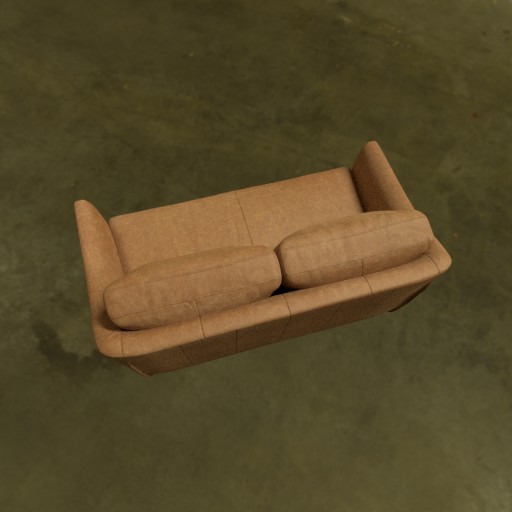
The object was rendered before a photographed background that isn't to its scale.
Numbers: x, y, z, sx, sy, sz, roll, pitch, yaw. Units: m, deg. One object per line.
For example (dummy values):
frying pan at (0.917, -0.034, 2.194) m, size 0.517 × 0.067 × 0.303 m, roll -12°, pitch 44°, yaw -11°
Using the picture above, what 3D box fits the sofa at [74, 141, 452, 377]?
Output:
sofa at (0.000, 0.000, 2.197) m, size 1.619 × 0.902 × 0.960 m, roll -13°, pitch 60°, yaw -8°
